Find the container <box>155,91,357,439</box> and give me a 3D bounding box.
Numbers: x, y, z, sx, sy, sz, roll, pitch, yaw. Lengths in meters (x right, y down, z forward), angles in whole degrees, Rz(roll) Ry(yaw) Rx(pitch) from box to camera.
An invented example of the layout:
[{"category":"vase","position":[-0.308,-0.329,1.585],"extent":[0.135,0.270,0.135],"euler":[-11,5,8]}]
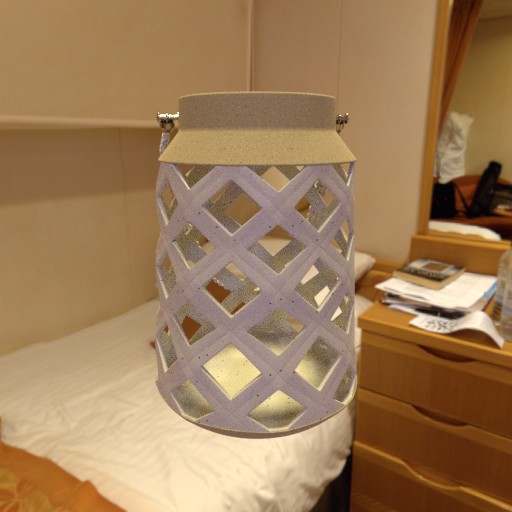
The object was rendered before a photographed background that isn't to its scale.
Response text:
[{"category":"container","position":[0.000,0.000,0.395],"extent":[0.188,0.264,0.198],"euler":[-3,15,-10]}]
